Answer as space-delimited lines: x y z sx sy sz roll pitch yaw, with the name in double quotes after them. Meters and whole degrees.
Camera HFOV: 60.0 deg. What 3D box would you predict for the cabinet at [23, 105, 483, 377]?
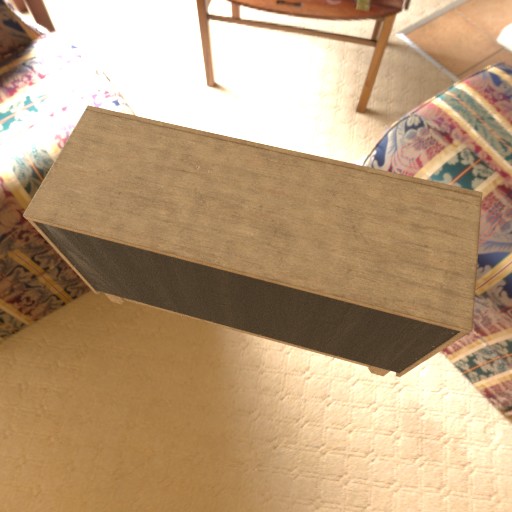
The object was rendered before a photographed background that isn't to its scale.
0.000 0.000 1.859 1.460 0.825 0.511 14 65 7 "cabinet"
